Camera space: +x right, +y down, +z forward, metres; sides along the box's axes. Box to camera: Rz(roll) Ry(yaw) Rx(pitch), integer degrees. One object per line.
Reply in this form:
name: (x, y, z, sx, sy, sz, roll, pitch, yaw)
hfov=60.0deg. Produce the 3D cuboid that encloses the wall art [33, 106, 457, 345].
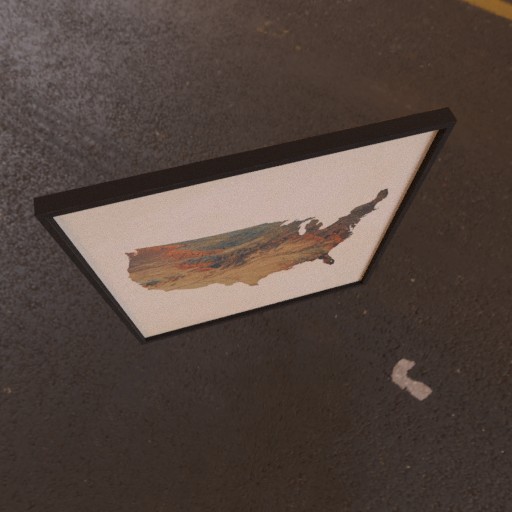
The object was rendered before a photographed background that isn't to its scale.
wall art: (0.000, 0.000, 1.117, 0.762, 0.762, 0.038, -14, 64, -7)
